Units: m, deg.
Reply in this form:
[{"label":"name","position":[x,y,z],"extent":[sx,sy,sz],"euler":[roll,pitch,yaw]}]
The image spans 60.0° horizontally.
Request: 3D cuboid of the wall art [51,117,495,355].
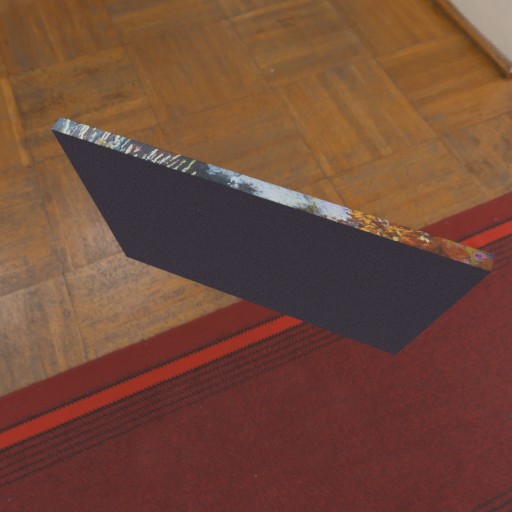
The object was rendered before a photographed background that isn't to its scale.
[{"label":"wall art","position":[0.000,0.000,1.135],"extent":[0.908,0.604,0.037],"euler":[19,65,9]}]
